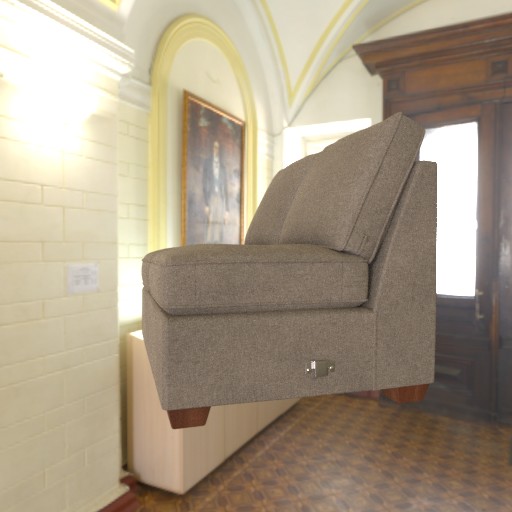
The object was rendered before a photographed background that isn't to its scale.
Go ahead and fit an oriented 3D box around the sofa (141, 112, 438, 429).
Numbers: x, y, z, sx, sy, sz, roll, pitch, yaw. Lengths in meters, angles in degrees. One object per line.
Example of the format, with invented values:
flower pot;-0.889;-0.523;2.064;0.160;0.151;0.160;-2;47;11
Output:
sofa;0.000;0.000;1.976;0.951;1.008;1.237;0;1;-17
